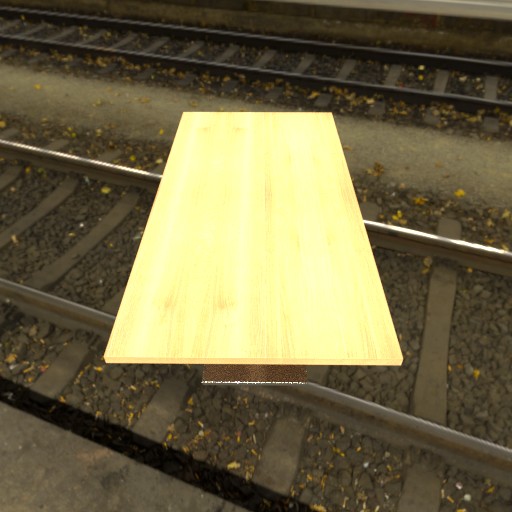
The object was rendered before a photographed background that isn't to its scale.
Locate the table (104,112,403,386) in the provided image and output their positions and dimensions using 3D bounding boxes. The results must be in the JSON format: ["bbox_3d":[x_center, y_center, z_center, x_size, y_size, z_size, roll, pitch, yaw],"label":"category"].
[{"bbox_3d":[0.000,0.000,2.257,0.900,0.750,1.800,0,41,0],"label":"table"}]
